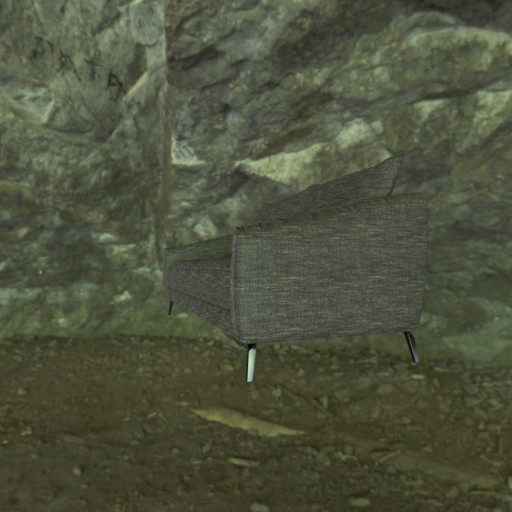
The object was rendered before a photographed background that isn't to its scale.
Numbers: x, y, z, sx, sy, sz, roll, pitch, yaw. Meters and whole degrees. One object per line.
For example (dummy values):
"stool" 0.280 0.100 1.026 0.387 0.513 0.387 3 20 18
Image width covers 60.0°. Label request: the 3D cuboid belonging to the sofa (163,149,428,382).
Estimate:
"sofa" 0.000 0.000 2.473 0.807 0.843 2.019 0 -1 -18
